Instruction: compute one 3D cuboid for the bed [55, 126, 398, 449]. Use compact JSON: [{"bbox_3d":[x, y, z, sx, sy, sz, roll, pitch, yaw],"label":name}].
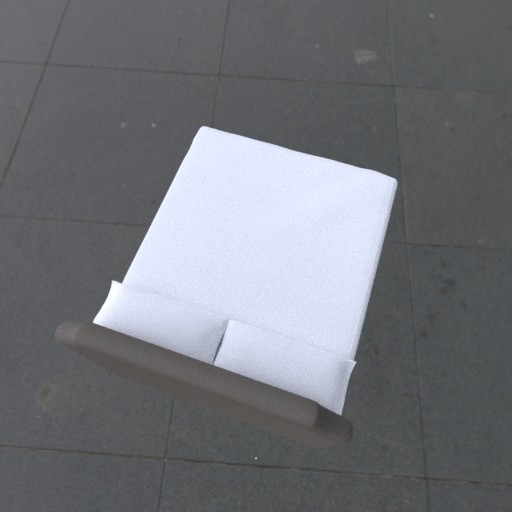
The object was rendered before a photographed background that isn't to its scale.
[{"bbox_3d":[0.000,0.000,3.856,2.194,1.561,2.536,17,67,8],"label":"bed"}]
